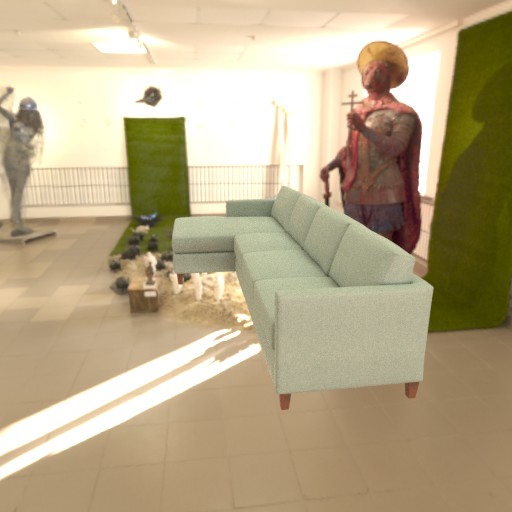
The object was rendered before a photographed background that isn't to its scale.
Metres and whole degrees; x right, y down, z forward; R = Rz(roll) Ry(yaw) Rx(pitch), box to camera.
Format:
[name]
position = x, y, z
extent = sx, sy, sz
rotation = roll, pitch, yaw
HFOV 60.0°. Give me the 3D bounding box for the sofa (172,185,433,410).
[sofa]
position = 0.000, 0.000, 4.129
extent = 1.600, 0.953, 3.470
rotation = -2, 16, -8
